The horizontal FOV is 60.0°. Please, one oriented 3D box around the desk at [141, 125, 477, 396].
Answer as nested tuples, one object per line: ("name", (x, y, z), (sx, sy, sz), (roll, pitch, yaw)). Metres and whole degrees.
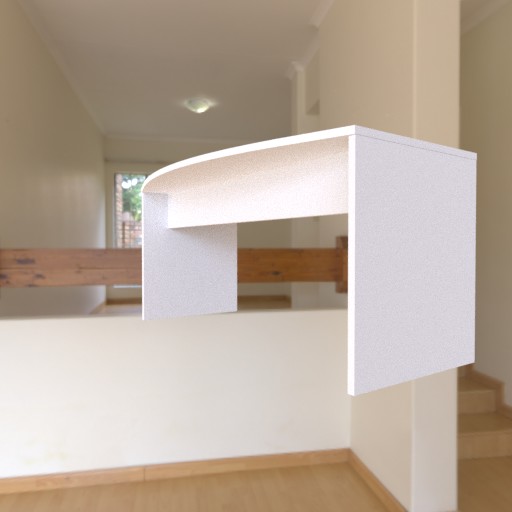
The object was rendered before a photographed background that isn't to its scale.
("desk", (0.000, 0.000, 2.012), (0.802, 0.750, 1.600), (-1, 1, -35))
